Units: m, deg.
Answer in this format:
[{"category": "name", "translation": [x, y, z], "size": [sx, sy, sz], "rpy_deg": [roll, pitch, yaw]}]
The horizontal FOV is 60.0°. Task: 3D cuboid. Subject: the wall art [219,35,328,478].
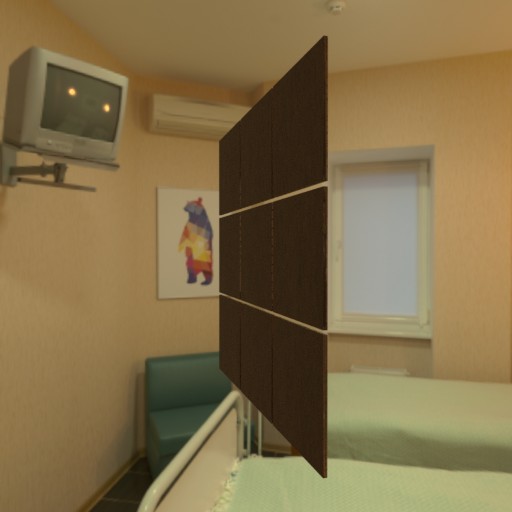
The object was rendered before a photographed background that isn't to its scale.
[{"category": "wall art", "translation": [0.000, 0.000, 1.791], "size": [0.013, 1.213, 1.215], "rpy_deg": [0, 1, -18]}]
